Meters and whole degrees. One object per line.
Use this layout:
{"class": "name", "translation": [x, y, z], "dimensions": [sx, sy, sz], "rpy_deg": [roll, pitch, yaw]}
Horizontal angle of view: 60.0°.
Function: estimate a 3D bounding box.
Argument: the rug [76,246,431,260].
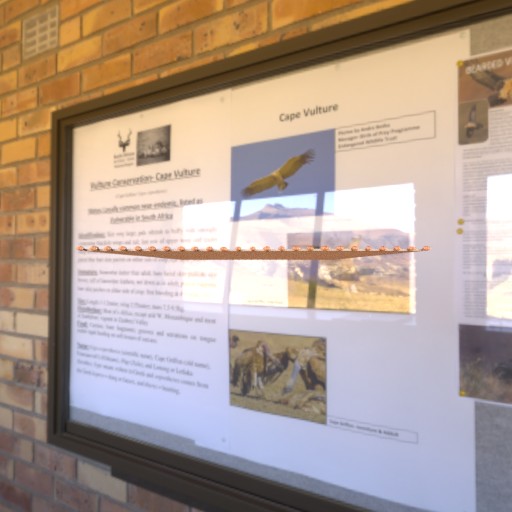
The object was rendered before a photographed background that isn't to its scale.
{"class": "rug", "translation": [0.000, 0.000, 2.568], "dimensions": [1.232, 0.017, 2.092], "rpy_deg": [0, -1, 1]}
